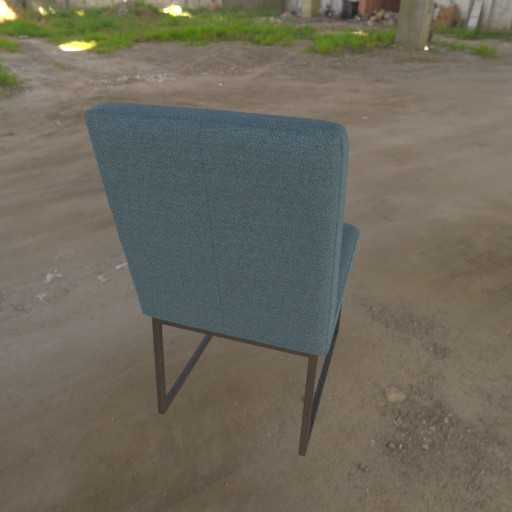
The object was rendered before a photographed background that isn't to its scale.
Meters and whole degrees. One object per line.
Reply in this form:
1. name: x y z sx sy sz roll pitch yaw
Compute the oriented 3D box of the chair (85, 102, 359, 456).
1. chair: 0.000 0.000 1.266 0.520 0.930 0.634 10 33 16
